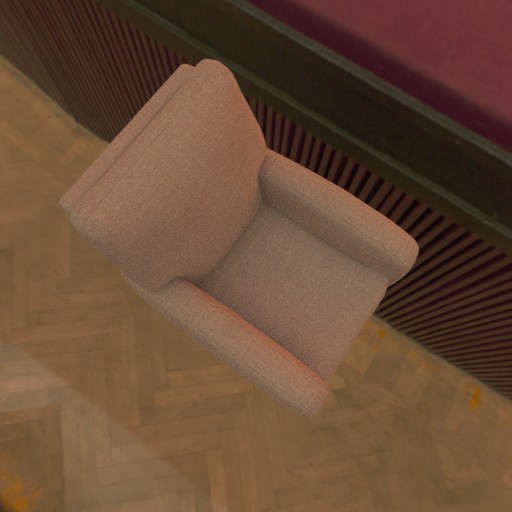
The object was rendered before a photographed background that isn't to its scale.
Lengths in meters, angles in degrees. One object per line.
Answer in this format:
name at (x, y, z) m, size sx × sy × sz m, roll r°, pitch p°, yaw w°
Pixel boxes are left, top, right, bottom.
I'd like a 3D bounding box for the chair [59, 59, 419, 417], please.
chair at (0.000, 0.000, 1.648) m, size 0.990 × 0.990 × 0.762 m, roll 35°, pitch 77°, yaw 9°
